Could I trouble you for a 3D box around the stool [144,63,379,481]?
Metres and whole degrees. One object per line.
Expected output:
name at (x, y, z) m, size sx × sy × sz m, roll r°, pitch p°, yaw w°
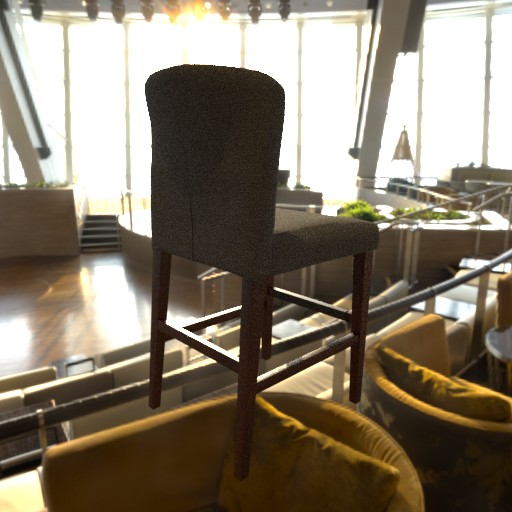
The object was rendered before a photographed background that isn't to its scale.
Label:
stool at (0.000, 0.000, 1.290) m, size 0.568 × 0.968 × 0.479 m, roll -12°, pitch 18°, yaw -41°
